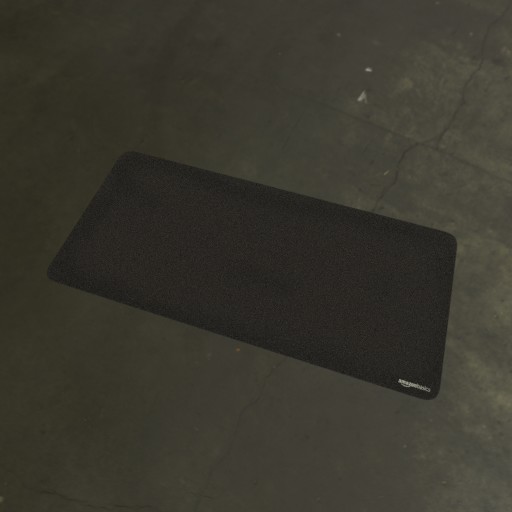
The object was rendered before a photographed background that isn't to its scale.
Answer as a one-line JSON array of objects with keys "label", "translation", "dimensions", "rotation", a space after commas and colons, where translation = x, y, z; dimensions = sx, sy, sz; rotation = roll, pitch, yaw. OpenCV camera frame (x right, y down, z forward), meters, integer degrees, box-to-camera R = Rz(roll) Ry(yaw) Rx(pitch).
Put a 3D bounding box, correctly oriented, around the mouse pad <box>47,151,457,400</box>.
[{"label": "mouse pad", "translation": [0.000, 0.000, 1.058], "dimensions": [0.907, 0.003, 0.424], "rotation": [16, 61, 9]}]
